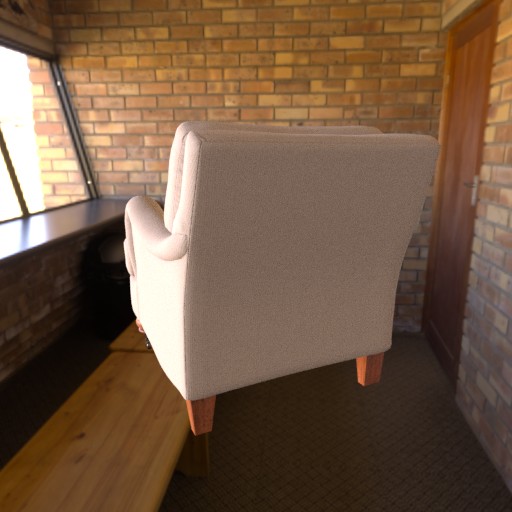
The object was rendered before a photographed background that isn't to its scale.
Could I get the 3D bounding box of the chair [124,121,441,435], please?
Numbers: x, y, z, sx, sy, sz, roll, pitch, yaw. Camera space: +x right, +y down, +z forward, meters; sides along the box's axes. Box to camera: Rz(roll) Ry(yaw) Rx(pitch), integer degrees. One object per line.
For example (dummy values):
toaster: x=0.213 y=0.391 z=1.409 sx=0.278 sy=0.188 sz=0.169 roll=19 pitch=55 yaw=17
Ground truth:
chair: x=0.000 y=0.000 z=1.857 sx=0.955 sy=1.038 sz=1.070 roll=-7 pitch=15 yaw=-26
